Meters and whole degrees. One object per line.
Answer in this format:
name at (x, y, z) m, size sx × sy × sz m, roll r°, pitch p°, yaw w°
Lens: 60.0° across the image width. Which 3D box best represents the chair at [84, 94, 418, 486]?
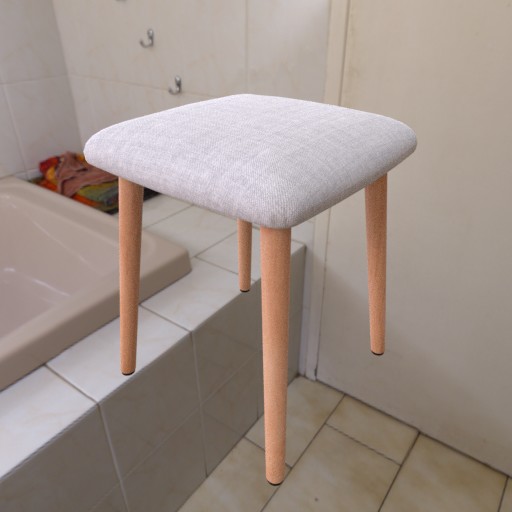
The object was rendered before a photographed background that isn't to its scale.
chair at (0.000, 0.000, 0.691) m, size 0.350 × 0.440 × 0.350 m, roll 22°, pitch 37°, yaw 32°
